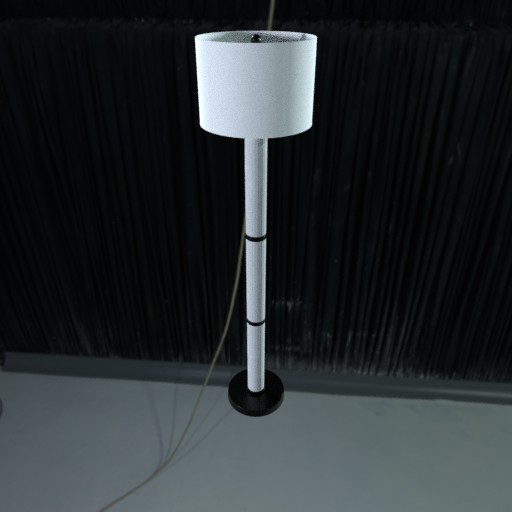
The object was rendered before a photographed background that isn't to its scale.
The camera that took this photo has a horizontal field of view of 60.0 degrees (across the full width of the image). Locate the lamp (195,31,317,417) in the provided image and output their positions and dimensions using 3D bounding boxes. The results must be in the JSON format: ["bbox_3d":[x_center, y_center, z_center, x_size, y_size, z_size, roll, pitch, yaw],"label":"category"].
[{"bbox_3d":[0.000,0.000,1.780,0.377,1.599,0.377,1,31,1],"label":"lamp"}]
